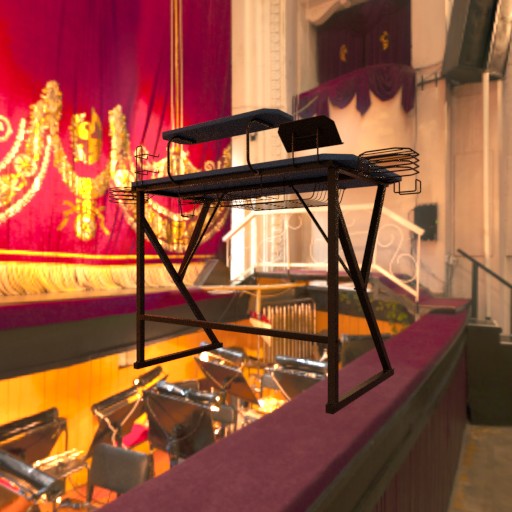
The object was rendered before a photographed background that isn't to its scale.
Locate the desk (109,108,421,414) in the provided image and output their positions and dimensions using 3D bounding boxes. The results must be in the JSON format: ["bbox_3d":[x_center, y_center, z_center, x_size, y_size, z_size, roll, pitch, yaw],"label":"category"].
[{"bbox_3d":[0.000,0.000,1.720,1.295,0.909,0.594,0,0,36],"label":"desk"}]
